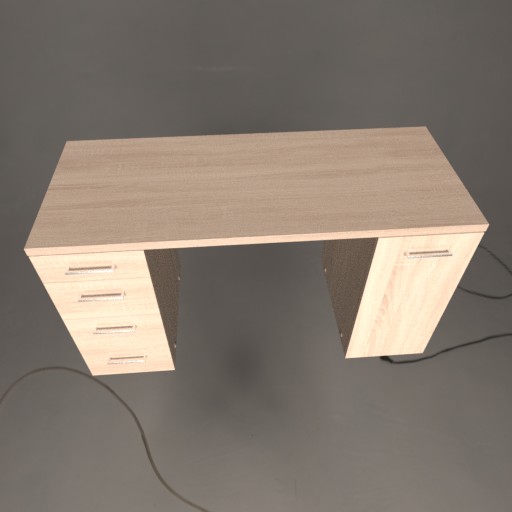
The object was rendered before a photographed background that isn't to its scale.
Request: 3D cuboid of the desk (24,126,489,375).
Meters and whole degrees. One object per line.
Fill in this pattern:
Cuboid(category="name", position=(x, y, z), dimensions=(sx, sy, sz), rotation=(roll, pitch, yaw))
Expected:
Cuboid(category="desk", position=(0.000, 0.000, 1.769), dimensions=(1.390, 0.740, 0.600), rotation=(-3, 47, -3))
